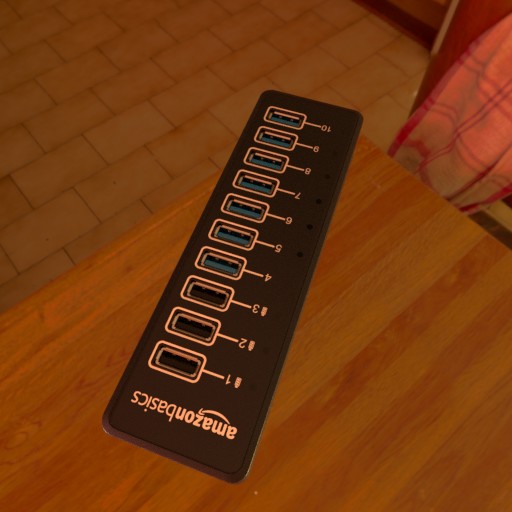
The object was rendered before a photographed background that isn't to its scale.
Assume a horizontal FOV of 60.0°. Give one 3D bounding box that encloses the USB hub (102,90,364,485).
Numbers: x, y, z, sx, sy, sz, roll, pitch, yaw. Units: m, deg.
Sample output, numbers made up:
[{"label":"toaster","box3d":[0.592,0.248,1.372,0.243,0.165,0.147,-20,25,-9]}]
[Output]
[{"label":"USB hub","box3d":[0.000,0.000,0.162,0.044,0.023,0.145,17,63,9]}]
